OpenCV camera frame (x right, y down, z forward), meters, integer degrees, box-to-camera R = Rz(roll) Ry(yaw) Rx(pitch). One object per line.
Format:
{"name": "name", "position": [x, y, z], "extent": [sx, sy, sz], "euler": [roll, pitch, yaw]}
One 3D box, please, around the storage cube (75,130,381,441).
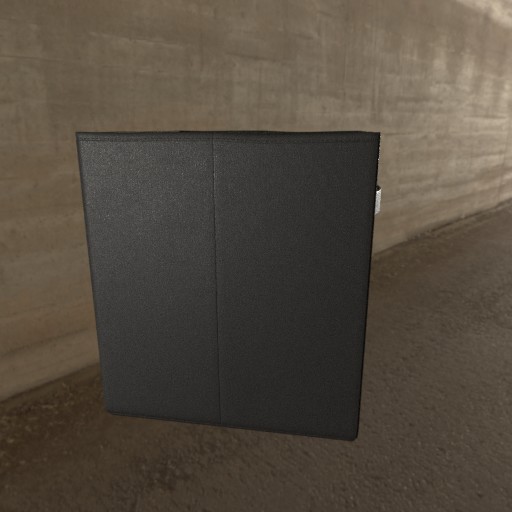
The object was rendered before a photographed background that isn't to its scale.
{"name": "storage cube", "position": [0.000, 0.000, 0.516], "extent": [0.270, 0.280, 0.270], "euler": [3, 16, 9]}
